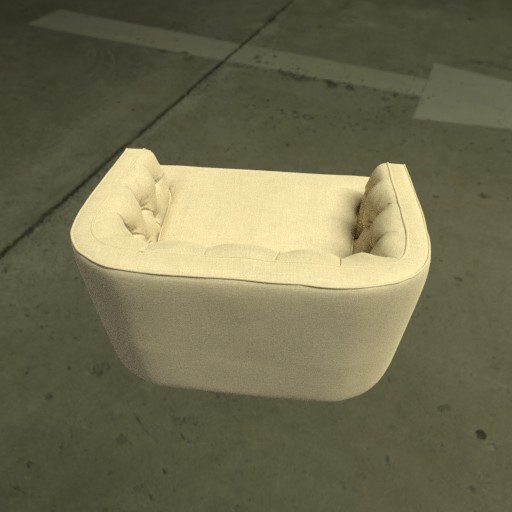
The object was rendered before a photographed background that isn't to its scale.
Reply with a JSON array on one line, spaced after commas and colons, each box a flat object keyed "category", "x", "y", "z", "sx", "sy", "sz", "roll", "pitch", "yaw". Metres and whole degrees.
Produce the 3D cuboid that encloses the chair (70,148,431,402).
[{"category": "chair", "x": 0.000, "y": 0.000, "z": 1.724, "sx": 1.118, "sy": 0.787, "sz": 0.914, "roll": 4, "pitch": 47, "yaw": 4}]
